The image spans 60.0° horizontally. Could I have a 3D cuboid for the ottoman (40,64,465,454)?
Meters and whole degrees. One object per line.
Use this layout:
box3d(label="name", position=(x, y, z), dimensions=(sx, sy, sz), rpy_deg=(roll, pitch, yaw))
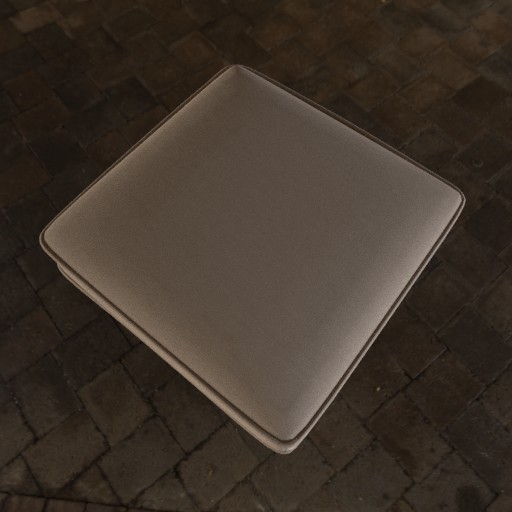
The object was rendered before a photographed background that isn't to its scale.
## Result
box3d(label="ottoman", position=(0.000, 0.000, 1.005), dimensions=(0.616, 0.438, 0.613), rpy_deg=(36, 69, 16))
